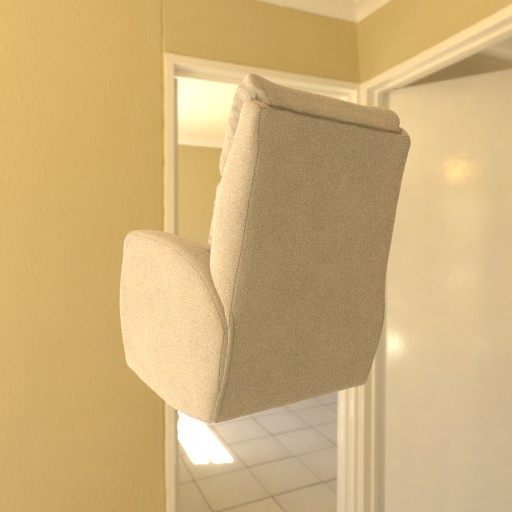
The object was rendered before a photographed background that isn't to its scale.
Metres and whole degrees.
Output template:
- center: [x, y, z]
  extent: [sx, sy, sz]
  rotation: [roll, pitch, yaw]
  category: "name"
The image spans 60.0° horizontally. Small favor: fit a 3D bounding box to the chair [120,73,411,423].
- center: [0.000, 0.000, 1.672]
  extent: [0.794, 1.021, 0.940]
  rotation: [-1, 2, -34]
  category: "chair"
